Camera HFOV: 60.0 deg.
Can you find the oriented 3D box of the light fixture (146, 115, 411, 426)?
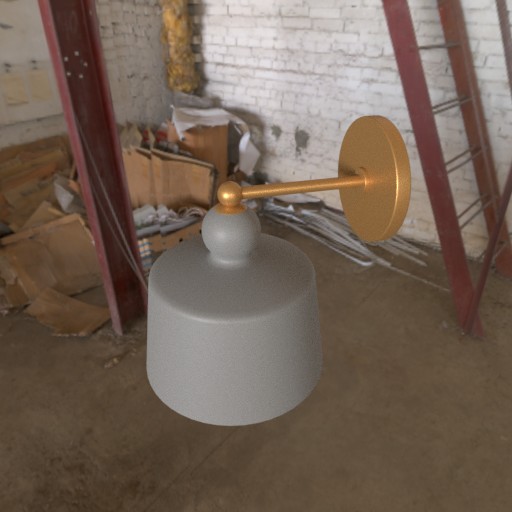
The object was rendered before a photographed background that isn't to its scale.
[{"bbox_3d":[0.000,0.000,0.460,0.254,0.268,0.204,-8,31,-13],"label":"light fixture"}]
